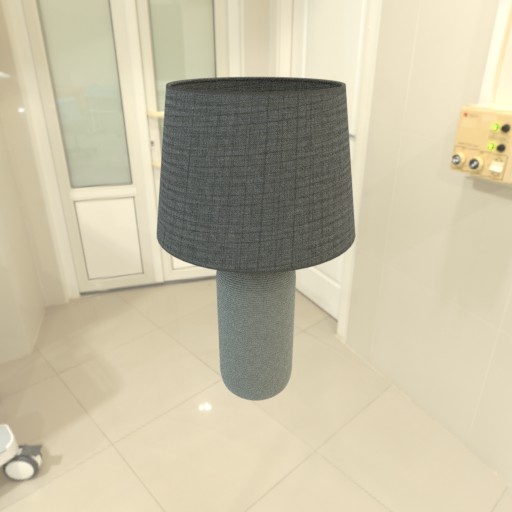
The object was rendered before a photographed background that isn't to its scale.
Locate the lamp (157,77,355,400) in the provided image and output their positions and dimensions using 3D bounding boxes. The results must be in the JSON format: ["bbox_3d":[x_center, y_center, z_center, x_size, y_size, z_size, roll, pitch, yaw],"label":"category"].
[{"bbox_3d":[0.000,0.000,0.589,0.251,0.429,0.251,0,26,0],"label":"lamp"}]
